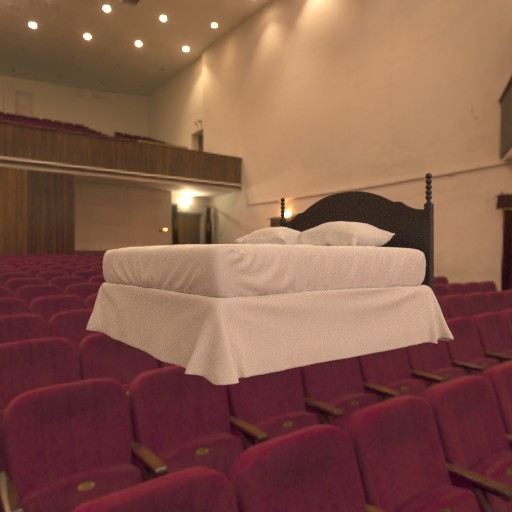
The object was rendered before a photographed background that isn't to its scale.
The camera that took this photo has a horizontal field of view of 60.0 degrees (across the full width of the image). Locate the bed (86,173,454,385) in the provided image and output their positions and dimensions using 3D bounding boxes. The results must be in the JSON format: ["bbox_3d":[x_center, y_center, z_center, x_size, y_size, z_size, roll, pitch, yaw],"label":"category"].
[{"bbox_3d":[0.000,0.000,3.730,2.219,1.355,2.322,0,0,-36],"label":"bed"}]
